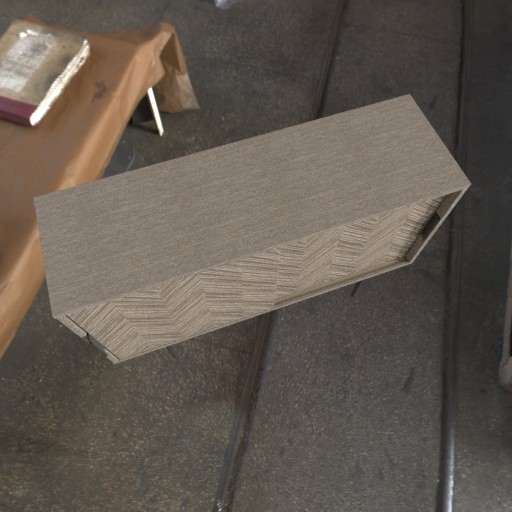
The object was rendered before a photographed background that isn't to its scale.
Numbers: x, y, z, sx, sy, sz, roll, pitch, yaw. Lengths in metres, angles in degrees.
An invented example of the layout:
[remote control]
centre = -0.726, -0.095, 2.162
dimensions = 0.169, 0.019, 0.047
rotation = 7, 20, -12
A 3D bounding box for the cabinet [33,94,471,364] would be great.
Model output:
[cabinet]
centre = 0.000, 0.000, 1.611
dimensions = 1.194, 0.787, 0.405
rotation = -18, 65, -8
